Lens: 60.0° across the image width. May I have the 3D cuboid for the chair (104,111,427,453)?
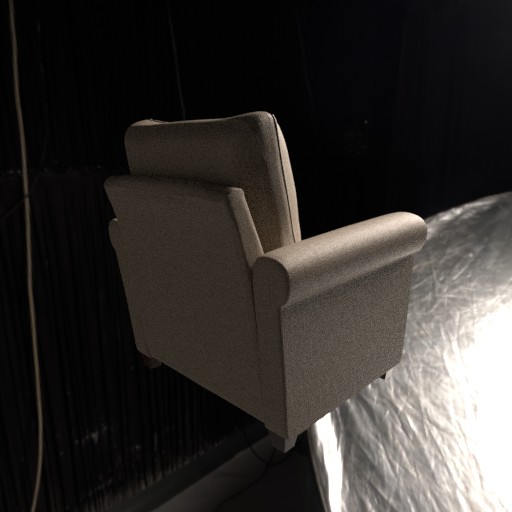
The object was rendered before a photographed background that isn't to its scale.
[{"bbox_3d":[0.000,0.000,2.276,1.275,1.349,1.180,14,20,43],"label":"chair"}]
